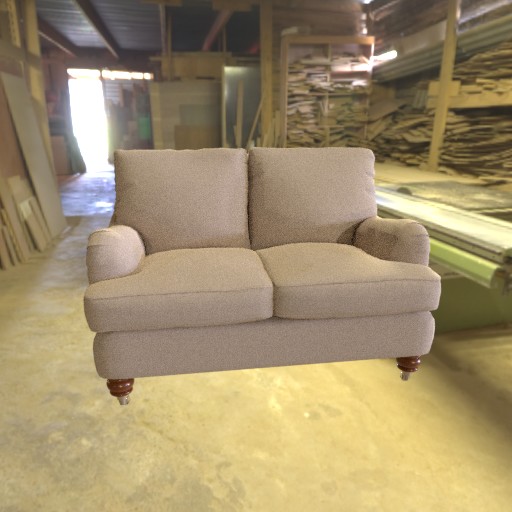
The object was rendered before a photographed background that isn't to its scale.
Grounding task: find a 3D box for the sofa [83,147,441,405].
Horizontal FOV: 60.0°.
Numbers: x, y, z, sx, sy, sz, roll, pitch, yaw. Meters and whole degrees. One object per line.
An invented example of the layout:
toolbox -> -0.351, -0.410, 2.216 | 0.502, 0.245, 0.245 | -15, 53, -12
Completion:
sofa -> 0.000, 0.000, 2.246 | 1.508, 1.048, 1.087 | -2, 17, -8
